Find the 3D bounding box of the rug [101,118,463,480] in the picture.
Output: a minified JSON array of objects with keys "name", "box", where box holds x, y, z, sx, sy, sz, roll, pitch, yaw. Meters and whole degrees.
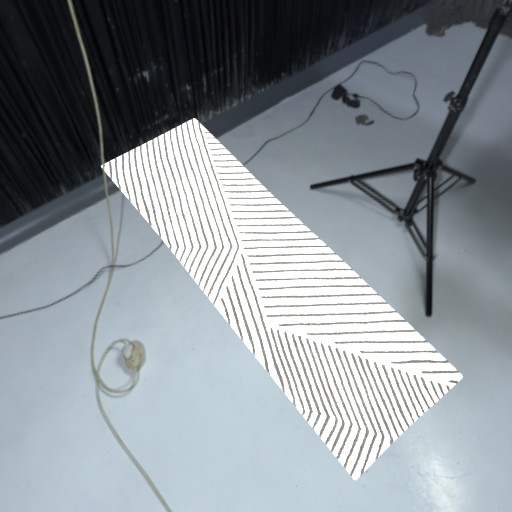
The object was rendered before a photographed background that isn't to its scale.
[{"name":"rug","box":[0.000,0.000,2.633,0.773,0.020,2.439,-34,64,-19]}]
